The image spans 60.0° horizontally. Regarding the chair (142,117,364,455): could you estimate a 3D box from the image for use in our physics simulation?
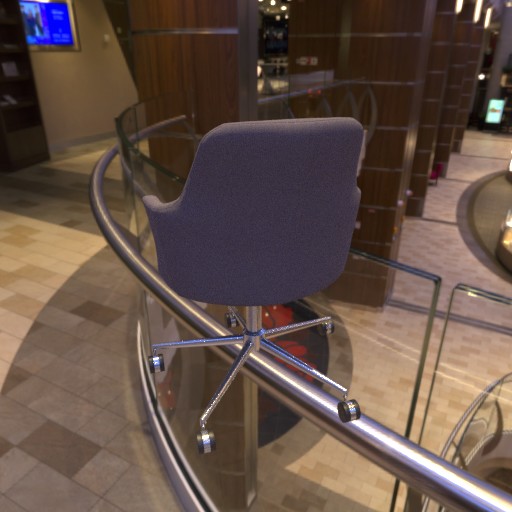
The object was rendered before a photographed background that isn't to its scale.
[{"bbox_3d":[0.000,0.000,1.260,0.655,0.820,0.600,-8,26,-16],"label":"chair"}]
